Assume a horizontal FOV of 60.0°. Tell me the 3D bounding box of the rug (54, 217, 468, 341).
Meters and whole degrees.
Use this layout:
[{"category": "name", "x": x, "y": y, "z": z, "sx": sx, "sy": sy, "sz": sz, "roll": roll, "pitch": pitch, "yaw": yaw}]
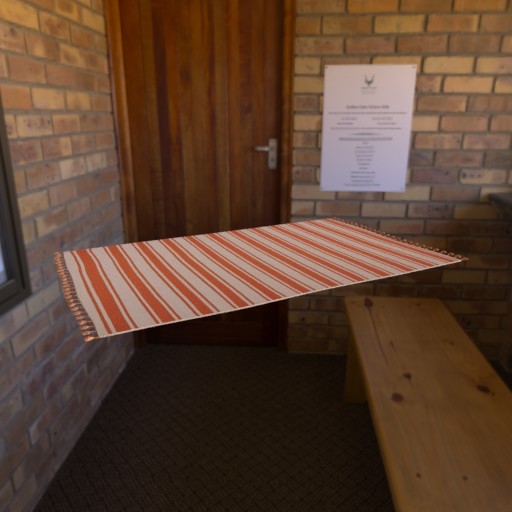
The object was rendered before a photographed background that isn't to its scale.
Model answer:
[{"category": "rug", "x": 0.000, "y": 0.000, "z": 2.569, "sx": 2.092, "sy": 0.017, "sz": 1.232, "roll": -9, "pitch": 20, "yaw": -26}]
